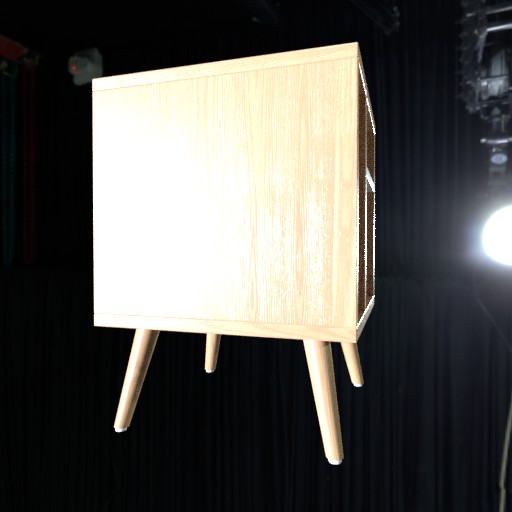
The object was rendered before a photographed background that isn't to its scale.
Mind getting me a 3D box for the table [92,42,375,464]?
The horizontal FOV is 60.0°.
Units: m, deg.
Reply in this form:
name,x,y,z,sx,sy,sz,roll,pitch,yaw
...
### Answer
name,x,y,z,sx,sy,sz,roll,pitch,yaw
table,0.000,0.000,0.815,0.400,0.550,0.400,0,1,18
